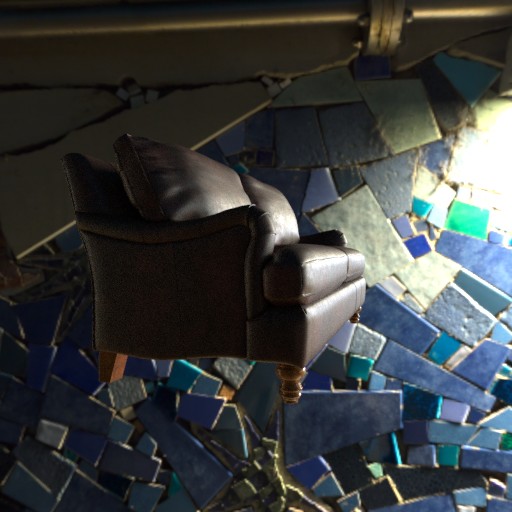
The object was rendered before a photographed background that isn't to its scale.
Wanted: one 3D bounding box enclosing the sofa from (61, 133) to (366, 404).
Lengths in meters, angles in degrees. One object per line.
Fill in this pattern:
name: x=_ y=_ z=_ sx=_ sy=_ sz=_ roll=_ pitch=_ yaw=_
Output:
sofa: x=0.000 y=0.000 z=2.731 sx=1.147 sy=1.071 sz=2.144 roll=0 pitch=1 yaw=19
